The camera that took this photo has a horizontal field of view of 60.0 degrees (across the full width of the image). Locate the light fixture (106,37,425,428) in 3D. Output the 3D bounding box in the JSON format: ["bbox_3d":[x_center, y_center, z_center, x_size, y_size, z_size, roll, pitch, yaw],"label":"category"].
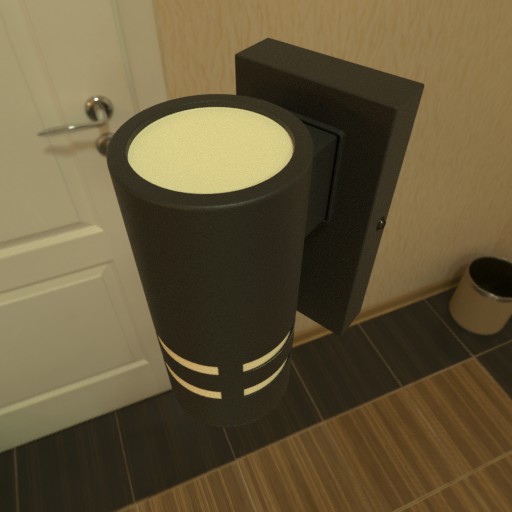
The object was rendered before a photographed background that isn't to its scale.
[{"bbox_3d":[0.000,0.000,0.254,0.098,0.179,0.138,30,53,25],"label":"light fixture"}]
